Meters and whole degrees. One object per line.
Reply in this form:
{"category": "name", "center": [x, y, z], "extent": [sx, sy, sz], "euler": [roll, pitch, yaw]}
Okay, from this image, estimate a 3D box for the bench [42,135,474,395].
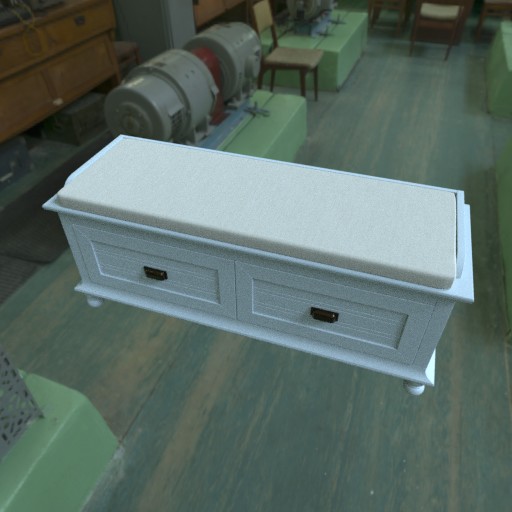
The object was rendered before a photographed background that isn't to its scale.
{"category": "bench", "center": [0.000, 0.000, 1.424], "extent": [1.185, 0.486, 0.402], "euler": [12, 43, 14]}
